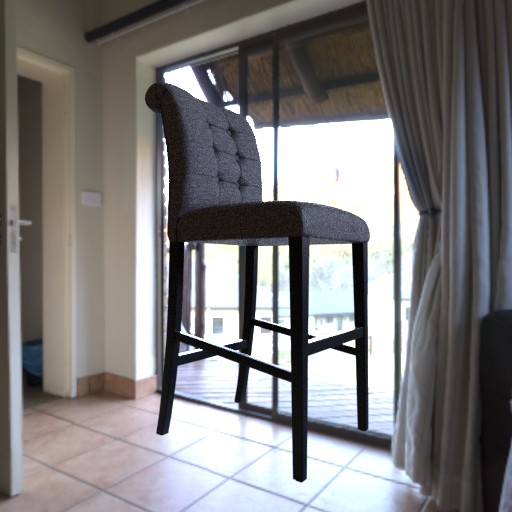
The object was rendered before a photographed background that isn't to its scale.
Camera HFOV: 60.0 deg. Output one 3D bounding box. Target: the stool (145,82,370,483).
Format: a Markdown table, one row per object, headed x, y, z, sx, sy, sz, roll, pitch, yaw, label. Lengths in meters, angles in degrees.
| x | y | z | sx | sy | sz | roll | pitch | yaw | label |
| --- | --- | --- | --- | --- | --- | --- | --- | --- | --- |
| 0.000 | 0.000 | 1.444 | 0.613 | 1.131 | 0.452 | -1 | -1 | 36 | stool |
